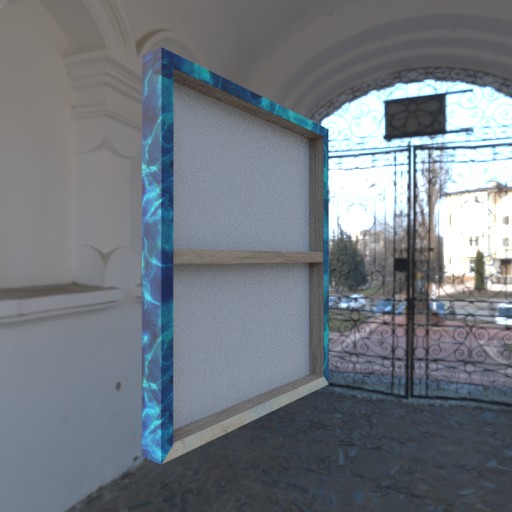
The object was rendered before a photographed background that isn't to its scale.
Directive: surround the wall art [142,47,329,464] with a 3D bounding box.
[{"bbox_3d":[0.000,0.000,0.722,0.038,0.508,0.432,0,0,37],"label":"wall art"}]
